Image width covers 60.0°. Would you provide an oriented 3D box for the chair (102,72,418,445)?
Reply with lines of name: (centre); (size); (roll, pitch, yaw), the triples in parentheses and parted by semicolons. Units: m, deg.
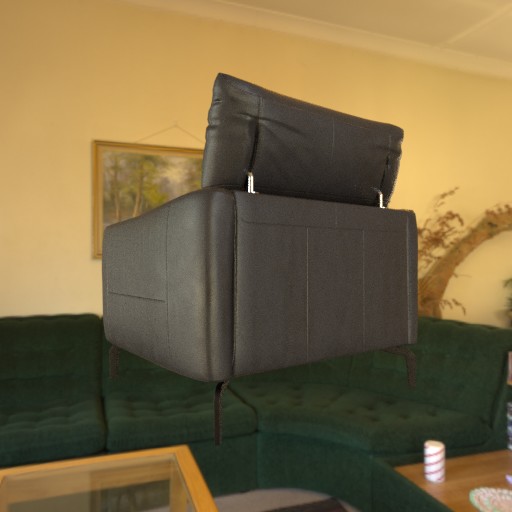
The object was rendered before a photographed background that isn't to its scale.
chair: (0.000, 0.000, 1.664); (0.976, 0.949, 0.809); (1, -1, -37)
